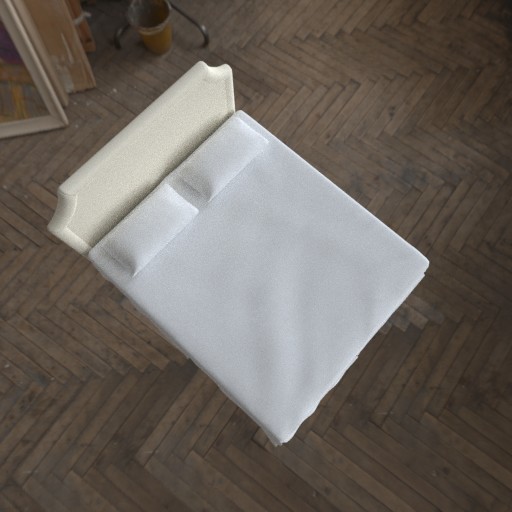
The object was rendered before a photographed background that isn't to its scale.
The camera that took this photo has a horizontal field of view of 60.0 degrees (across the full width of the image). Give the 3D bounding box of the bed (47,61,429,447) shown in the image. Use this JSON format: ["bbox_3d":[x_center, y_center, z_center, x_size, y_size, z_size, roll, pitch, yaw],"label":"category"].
[{"bbox_3d":[0.000,0.000,4.148,2.773,1.590,2.350,41,78,10],"label":"bed"}]
